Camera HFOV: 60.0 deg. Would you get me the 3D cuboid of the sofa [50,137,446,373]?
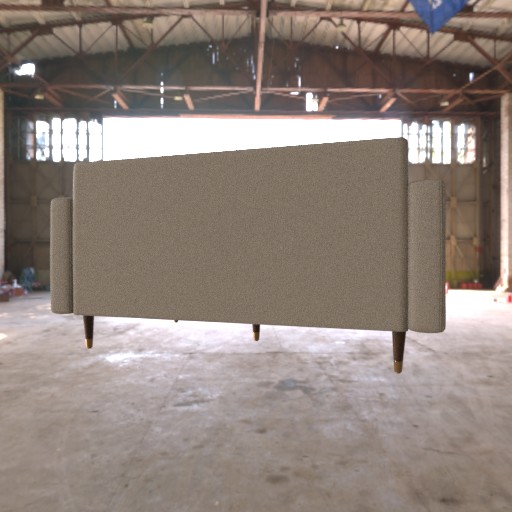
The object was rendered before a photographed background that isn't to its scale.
[{"bbox_3d":[0.000,0.000,2.099,1.585,0.801,0.950,0,0,18],"label":"sofa"}]
